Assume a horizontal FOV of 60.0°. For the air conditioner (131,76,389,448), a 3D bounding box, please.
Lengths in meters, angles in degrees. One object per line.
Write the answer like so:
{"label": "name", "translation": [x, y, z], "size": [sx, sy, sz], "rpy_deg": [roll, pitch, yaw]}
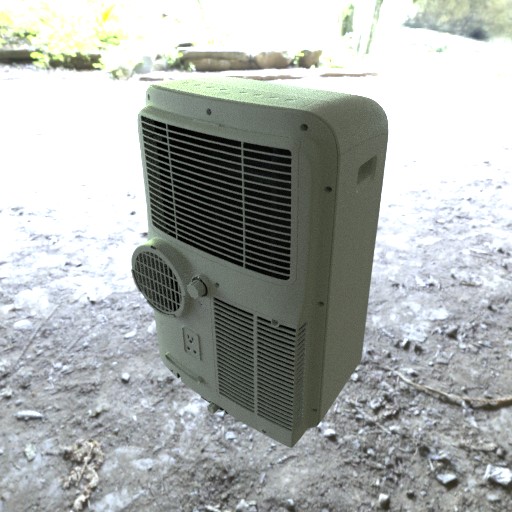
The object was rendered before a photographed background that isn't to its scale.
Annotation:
{"label": "air conditioner", "translation": [0.000, 0.000, 0.959], "size": [0.454, 0.700, 0.365], "rpy_deg": [22, 38, 31]}
